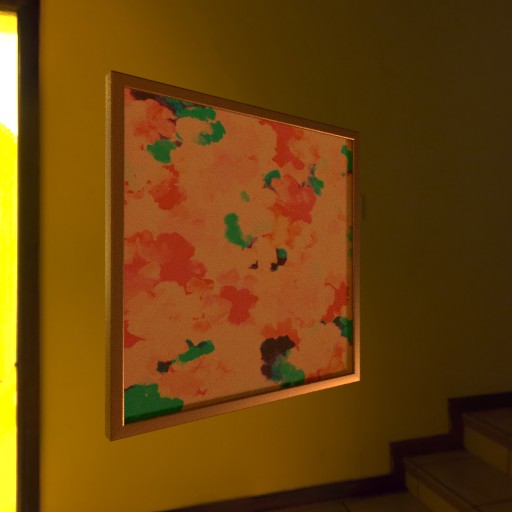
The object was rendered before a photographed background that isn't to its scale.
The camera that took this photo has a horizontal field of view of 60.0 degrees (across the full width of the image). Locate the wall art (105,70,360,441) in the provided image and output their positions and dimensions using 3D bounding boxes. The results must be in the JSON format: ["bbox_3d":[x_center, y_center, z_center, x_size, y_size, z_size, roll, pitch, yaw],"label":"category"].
[{"bbox_3d":[0.000,0.000,1.153,0.767,0.765,0.036,0,0,-36],"label":"wall art"}]
